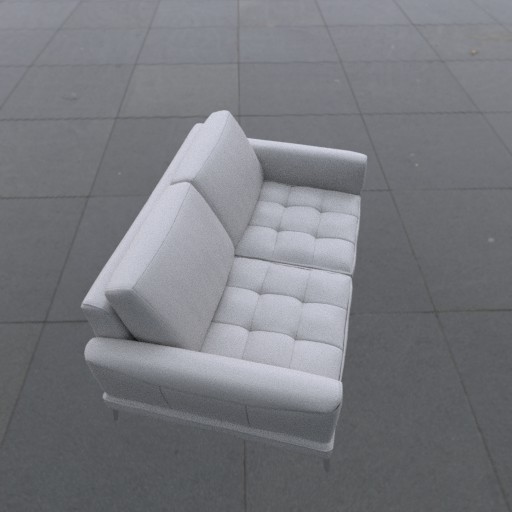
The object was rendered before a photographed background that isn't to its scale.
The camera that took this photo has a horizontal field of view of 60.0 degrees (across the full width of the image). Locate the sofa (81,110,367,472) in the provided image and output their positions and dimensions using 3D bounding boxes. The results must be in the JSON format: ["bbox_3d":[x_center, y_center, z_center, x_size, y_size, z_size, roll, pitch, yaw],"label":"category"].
[{"bbox_3d":[0.000,0.000,2.443,1.121,0.930,1.819,10,47,9],"label":"sofa"}]
